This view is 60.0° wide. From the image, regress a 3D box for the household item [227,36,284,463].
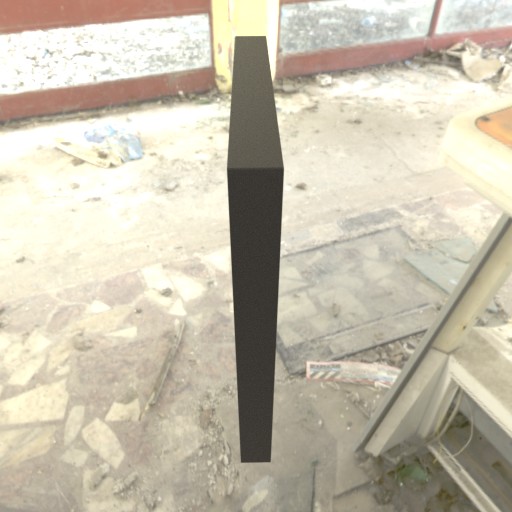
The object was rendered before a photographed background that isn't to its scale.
[{"bbox_3d":[0.000,0.000,0.230,0.022,0.178,0.133,-1,41,-1],"label":"household item"}]
